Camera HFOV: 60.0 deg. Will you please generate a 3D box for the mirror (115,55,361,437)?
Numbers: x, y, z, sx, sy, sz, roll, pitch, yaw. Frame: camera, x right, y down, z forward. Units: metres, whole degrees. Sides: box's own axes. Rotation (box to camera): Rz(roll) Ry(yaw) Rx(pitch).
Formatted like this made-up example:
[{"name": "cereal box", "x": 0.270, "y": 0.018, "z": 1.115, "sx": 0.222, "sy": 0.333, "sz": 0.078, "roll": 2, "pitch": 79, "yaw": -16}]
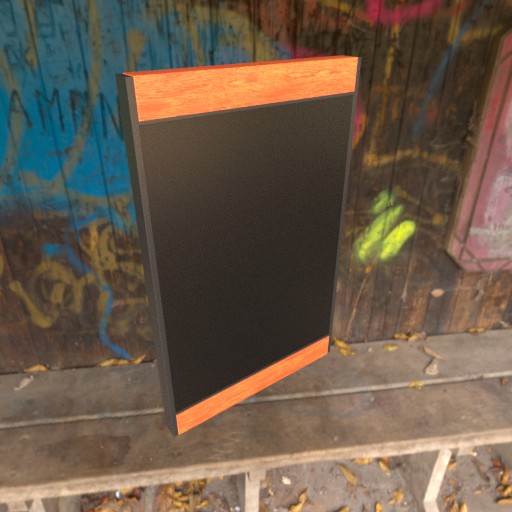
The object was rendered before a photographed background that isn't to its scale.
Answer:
[{"name": "mirror", "x": 0.000, "y": 0.000, "z": 1.030, "sx": 0.525, "sy": 0.823, "sz": 0.047, "roll": -19, "pitch": 35, "yaw": -31}]
